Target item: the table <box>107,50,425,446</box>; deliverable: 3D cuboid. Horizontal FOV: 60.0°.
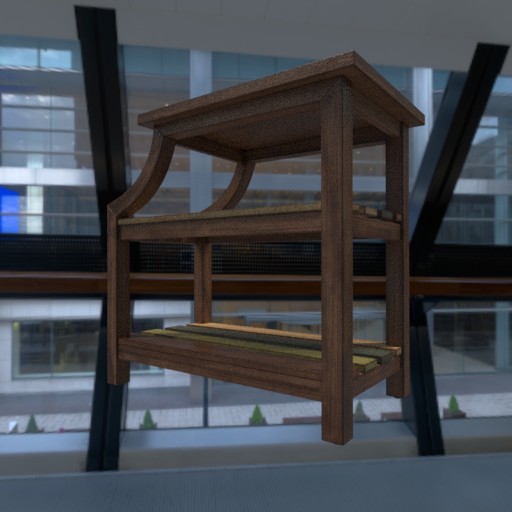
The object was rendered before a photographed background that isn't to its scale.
[{"bbox_3d":[0.000,0.000,0.954,0.609,0.584,0.356,0,-1,36],"label":"table"}]
